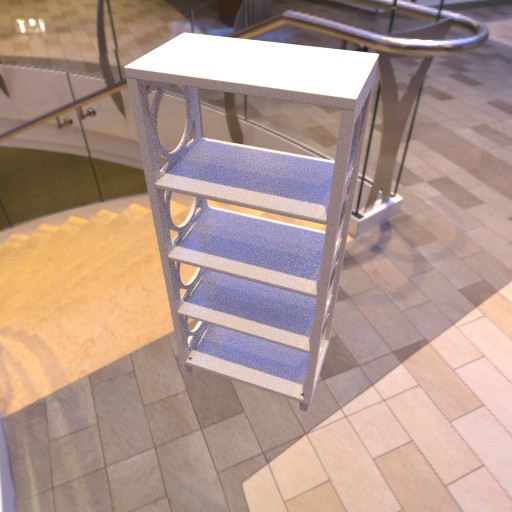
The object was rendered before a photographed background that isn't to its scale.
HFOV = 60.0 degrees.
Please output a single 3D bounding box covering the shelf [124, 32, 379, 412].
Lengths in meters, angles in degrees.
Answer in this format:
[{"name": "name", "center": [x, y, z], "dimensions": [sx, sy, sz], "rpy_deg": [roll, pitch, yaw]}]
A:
[{"name": "shelf", "center": [0.000, 0.000, 1.664], "dimensions": [0.611, 1.411, 0.340], "rpy_deg": [14, 43, 15]}]
